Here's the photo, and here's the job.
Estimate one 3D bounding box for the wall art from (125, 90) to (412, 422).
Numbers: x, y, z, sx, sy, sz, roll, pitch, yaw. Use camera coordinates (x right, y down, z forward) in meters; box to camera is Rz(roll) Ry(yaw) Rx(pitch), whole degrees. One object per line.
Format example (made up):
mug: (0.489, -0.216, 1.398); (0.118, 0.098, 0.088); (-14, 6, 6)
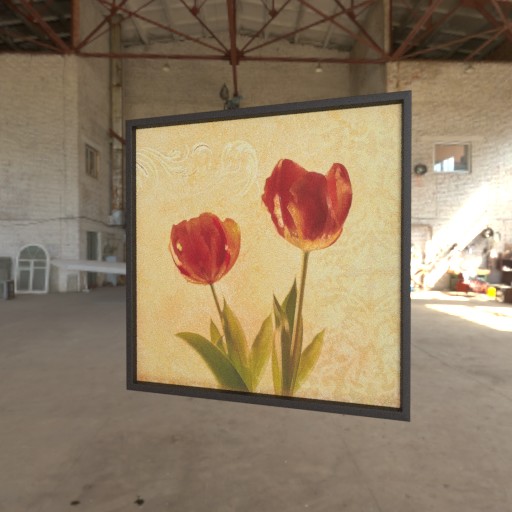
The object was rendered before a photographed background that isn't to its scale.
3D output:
wall art: (0.000, 0.000, 1.220); (0.805, 0.807, 0.043); (0, 1, 18)
